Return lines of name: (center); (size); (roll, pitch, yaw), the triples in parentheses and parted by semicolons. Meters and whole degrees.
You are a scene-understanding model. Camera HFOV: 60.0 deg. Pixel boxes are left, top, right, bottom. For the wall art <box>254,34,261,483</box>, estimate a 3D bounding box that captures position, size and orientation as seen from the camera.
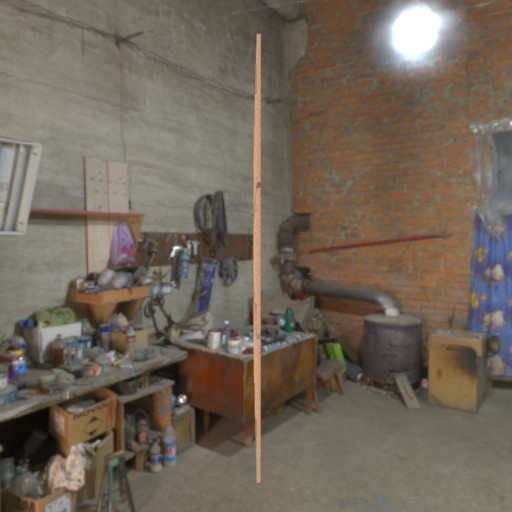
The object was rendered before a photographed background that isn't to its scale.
wall art: (0.000, 0.000, 2.246); (0.014, 1.507, 1.519); (0, 1, -1)
